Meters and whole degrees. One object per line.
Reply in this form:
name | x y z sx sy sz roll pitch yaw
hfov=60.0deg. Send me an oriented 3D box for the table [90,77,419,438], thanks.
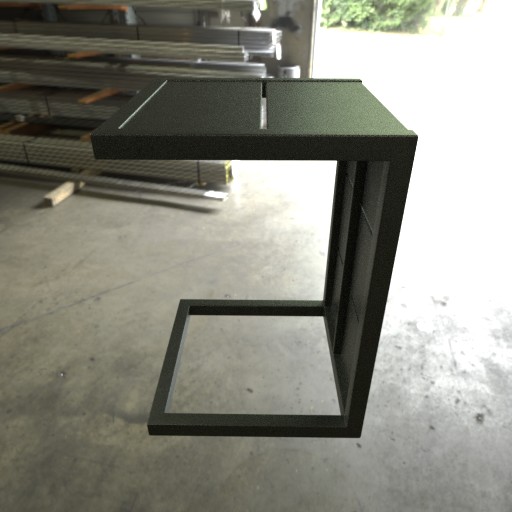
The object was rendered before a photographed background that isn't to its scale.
table | 0.000 0.000 0.895 0.420 0.609 0.405 0 32 1
